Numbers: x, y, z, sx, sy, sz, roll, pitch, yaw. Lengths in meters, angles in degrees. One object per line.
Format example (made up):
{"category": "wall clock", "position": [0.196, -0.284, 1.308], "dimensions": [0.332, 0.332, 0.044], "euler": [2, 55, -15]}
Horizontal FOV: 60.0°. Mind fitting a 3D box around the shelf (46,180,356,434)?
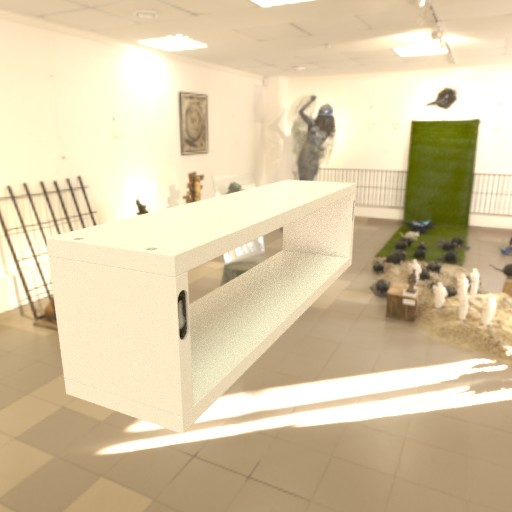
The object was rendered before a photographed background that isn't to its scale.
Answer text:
{"category": "shelf", "position": [0.000, 0.000, 0.679], "dimensions": [0.150, 0.170, 0.610], "euler": [7, 17, 25]}
